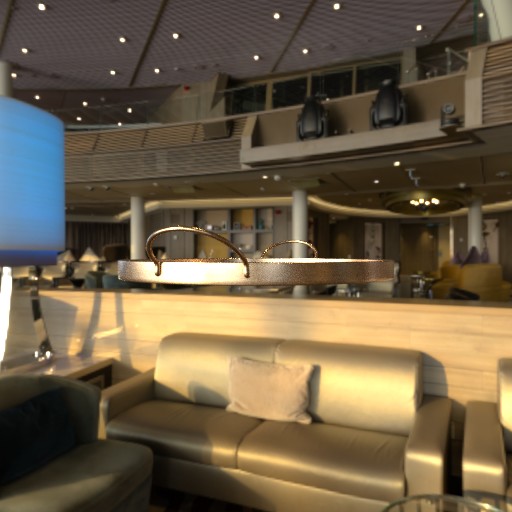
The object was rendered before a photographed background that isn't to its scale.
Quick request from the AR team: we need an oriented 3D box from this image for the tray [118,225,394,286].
[{"bbox_3d":[0.000,0.000,0.737,0.438,0.069,0.543,0,0,18],"label":"tray"}]
